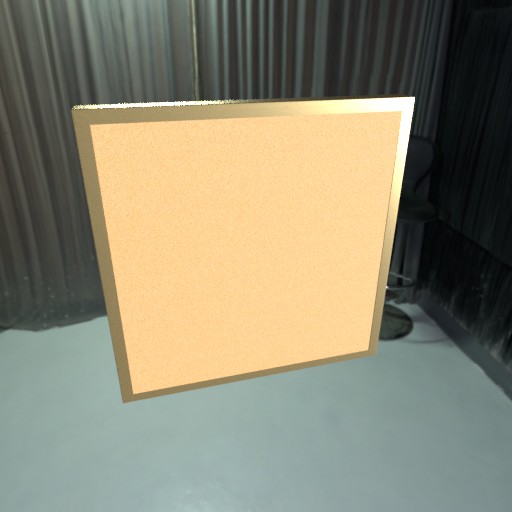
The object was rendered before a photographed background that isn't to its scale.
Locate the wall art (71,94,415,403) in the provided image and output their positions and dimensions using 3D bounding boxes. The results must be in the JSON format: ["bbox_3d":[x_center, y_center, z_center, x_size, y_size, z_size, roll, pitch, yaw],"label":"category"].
[{"bbox_3d":[0.000,0.000,0.459,0.305,0.305,0.023,-7,27,-14],"label":"wall art"}]
